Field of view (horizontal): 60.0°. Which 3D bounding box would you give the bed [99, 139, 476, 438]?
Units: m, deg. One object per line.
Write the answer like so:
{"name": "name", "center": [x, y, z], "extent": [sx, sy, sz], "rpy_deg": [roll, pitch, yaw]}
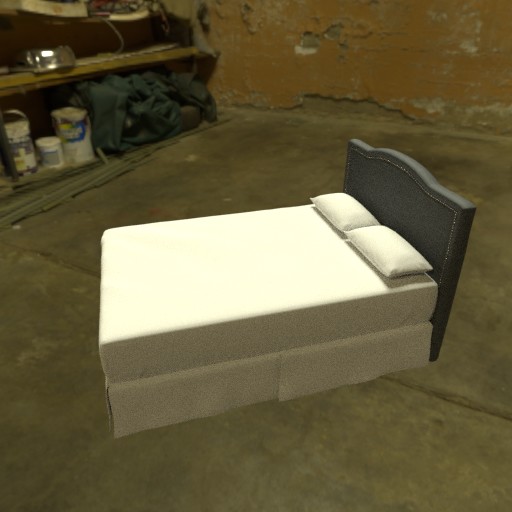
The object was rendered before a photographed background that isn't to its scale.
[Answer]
{"name": "bed", "center": [0.000, 0.000, 3.547], "extent": [2.507, 1.441, 1.747], "rpy_deg": [-8, 31, -14]}
